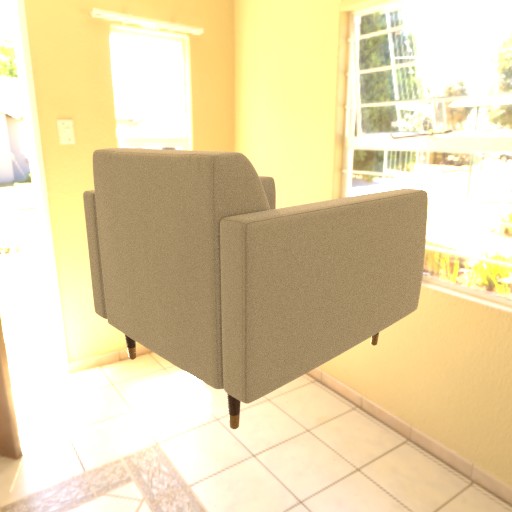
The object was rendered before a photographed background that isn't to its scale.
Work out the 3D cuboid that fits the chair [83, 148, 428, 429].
[{"bbox_3d":[0.000,0.000,1.722,0.998,0.819,0.953,-14,21,-43],"label":"chair"}]
